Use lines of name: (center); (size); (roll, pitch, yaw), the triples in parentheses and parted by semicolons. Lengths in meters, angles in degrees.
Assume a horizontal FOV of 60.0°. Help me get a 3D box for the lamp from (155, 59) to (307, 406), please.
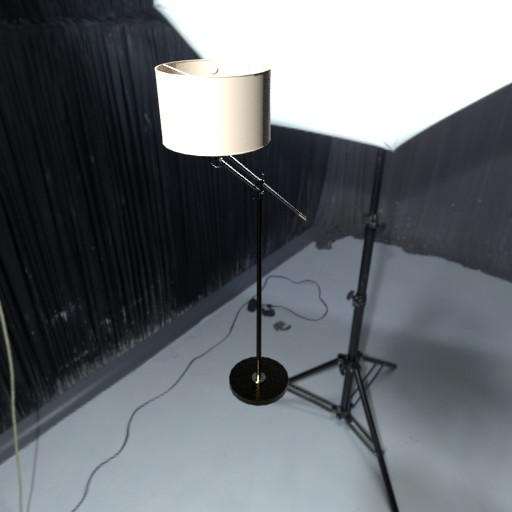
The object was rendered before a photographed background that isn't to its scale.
lamp: (0.000, 0.000, 1.989); (0.373, 1.635, 0.809); (23, 38, 33)
